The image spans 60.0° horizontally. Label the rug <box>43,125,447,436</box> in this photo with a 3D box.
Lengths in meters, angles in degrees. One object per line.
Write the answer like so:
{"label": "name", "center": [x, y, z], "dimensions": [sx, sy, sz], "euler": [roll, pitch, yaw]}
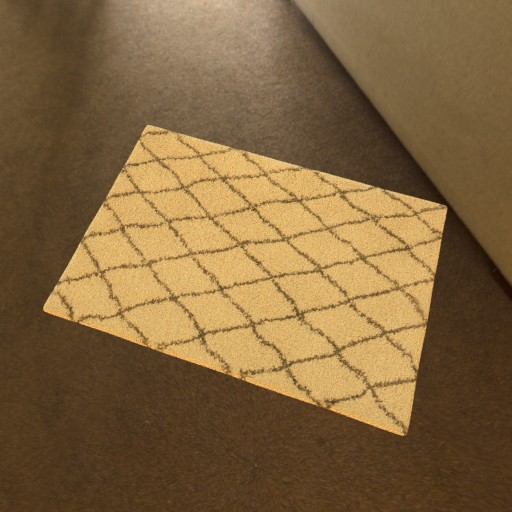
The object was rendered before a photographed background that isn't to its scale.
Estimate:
{"label": "rug", "center": [0.000, 0.000, 2.276], "dimensions": [1.778, 0.030, 1.219], "euler": [17, 66, 8]}
